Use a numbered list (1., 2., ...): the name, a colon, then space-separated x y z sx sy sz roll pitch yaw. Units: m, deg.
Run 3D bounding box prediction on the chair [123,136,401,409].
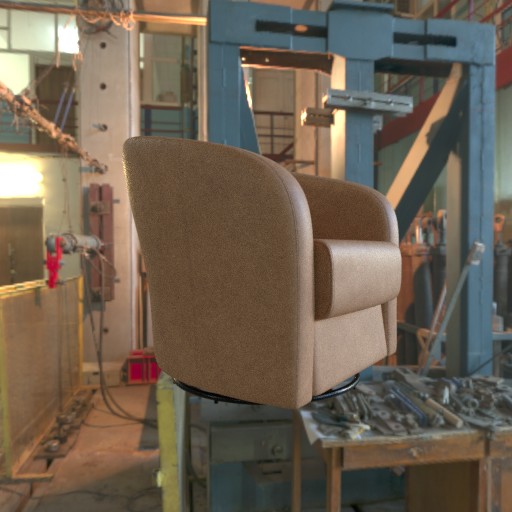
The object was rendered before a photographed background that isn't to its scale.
1. chair: 0.000 0.000 1.446 0.815 0.771 0.791 1 1 36
